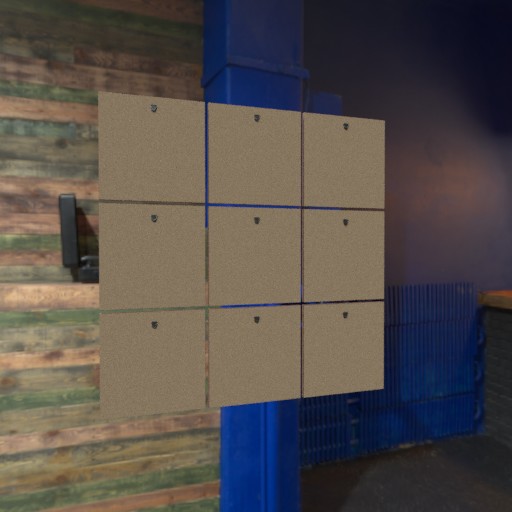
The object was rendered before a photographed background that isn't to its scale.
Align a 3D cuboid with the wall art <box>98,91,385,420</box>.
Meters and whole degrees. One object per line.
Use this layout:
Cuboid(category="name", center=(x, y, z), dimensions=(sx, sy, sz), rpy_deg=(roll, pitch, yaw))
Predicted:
Cuboid(category="wall art", center=(0.000, 0.000, 1.358), dimensions=(0.906, 0.904, 0.018), rpy_deg=(0, 1, -18))
